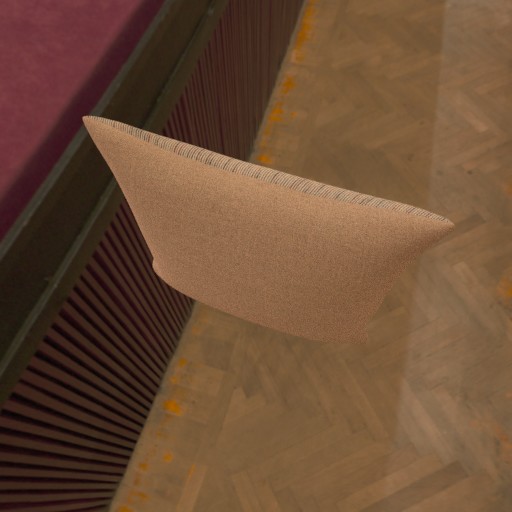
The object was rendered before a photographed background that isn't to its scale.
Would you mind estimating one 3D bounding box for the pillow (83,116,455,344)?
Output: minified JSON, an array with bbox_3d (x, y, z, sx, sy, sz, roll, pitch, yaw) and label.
[{"bbox_3d":[0.000,0.000,0.786,0.512,0.506,0.178,18,64,9],"label":"pillow"}]
